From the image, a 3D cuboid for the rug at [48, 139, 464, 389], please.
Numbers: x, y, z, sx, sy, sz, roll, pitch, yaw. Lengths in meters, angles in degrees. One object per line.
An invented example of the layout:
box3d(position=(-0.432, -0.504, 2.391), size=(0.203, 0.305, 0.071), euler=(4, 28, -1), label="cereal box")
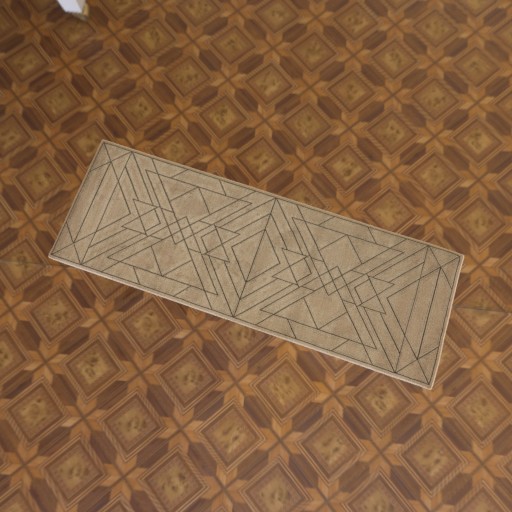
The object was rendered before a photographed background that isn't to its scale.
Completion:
box3d(position=(0.000, 0.000, 2.675), size=(2.381, 0.036, 0.831), euler=(18, 77, 4), label="rug")
